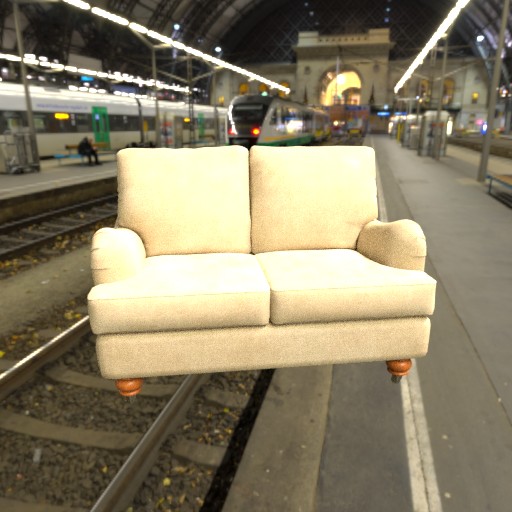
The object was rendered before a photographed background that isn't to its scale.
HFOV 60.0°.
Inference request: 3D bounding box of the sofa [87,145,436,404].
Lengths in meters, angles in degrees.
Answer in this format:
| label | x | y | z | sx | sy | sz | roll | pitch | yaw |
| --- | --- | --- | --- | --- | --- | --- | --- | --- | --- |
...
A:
| label | x | y | z | sx | sy | sz | roll | pitch | yaw |
| --- | --- | --- | --- | --- | --- | --- | --- | --- | --- |
| sofa | 0.000 | 0.000 | 2.288 | 1.498 | 1.087 | 1.086 | -2 | 17 | -7 |
